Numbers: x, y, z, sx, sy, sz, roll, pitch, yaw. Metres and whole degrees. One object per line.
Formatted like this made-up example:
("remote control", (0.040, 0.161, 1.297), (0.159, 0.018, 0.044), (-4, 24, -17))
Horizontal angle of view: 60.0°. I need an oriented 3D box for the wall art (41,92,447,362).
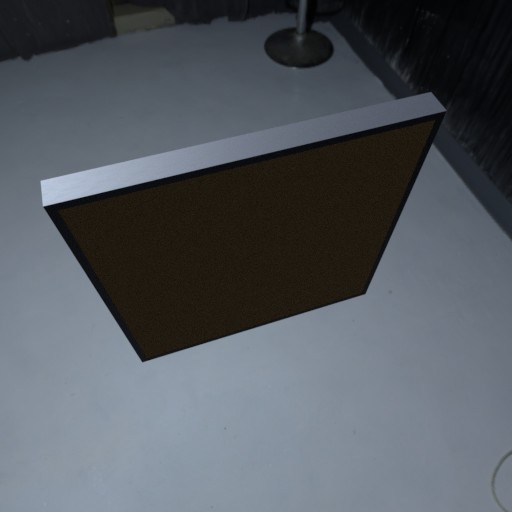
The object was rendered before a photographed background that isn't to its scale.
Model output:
("wall art", (0.000, 0.000, 0.757), (0.509, 0.509, 0.040), (-15, 59, -10))
